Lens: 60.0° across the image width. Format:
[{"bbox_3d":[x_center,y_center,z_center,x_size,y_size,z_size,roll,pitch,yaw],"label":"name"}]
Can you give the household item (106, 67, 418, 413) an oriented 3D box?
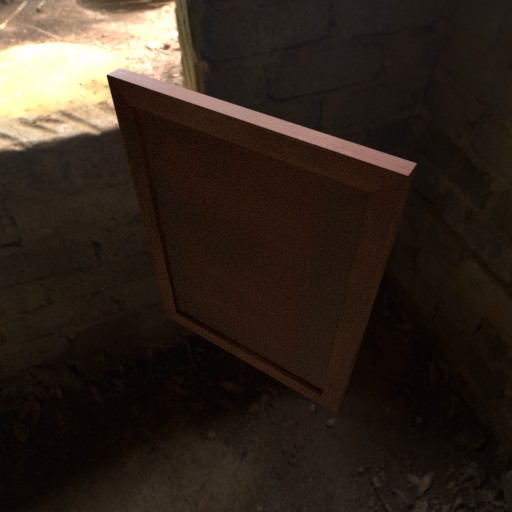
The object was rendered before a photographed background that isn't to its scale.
[{"bbox_3d":[0.000,0.000,0.548,0.310,0.407,0.067,25,52,22],"label":"household item"}]
